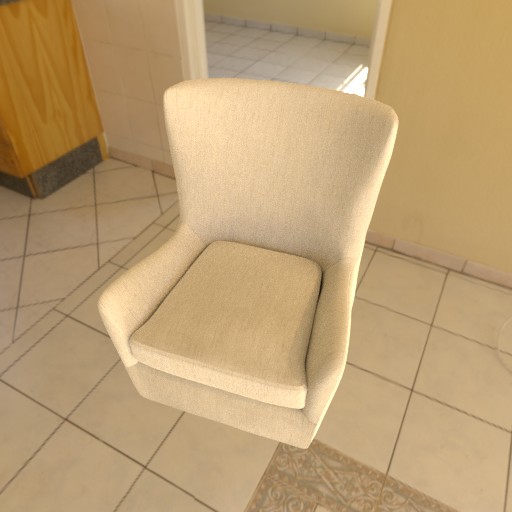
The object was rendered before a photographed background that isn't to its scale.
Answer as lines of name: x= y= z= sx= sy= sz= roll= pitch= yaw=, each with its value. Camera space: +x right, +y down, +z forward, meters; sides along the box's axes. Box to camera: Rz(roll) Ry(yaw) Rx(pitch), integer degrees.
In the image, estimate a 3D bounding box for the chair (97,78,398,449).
chair: x=0.000 y=0.000 z=1.616 sx=0.779 sy=1.000 sz=0.904 roll=13 pitch=44 yaw=13
